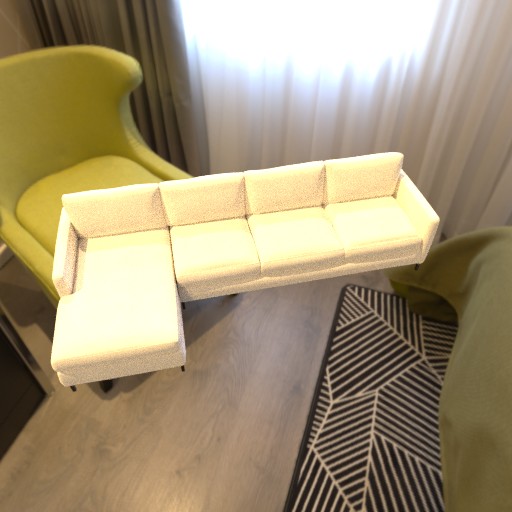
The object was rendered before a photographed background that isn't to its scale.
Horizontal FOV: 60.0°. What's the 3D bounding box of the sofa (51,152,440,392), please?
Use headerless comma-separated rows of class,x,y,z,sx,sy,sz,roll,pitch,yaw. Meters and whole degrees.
sofa,0.000,0.000,3.716,3.186,0.875,1.467,-9,46,-9
